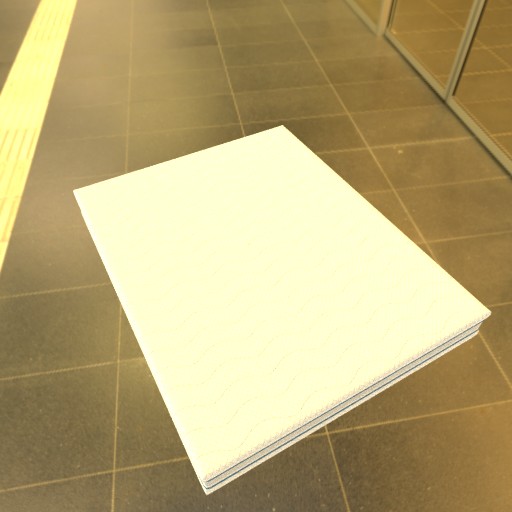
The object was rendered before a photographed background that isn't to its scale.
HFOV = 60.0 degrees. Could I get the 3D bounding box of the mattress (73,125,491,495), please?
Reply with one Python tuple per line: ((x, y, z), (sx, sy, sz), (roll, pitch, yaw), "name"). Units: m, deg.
((0.000, 0.000, 2.624), (1.600, 0.230, 2.000), (-23, 52, -19), "mattress")
